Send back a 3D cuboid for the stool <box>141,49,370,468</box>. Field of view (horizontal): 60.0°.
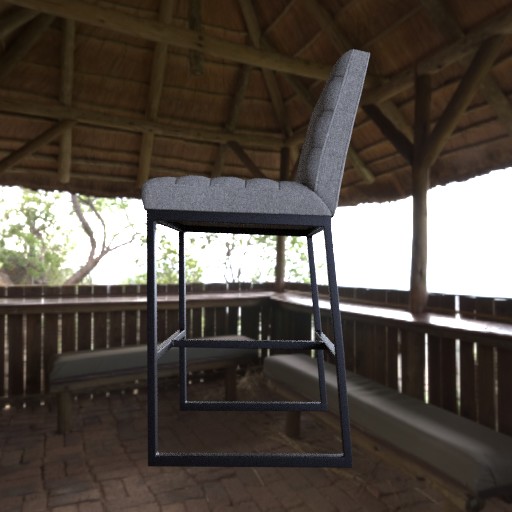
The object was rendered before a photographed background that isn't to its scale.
[{"bbox_3d":[0.000,0.000,1.303,0.571,1.034,0.459,0,-1,1],"label":"stool"}]
